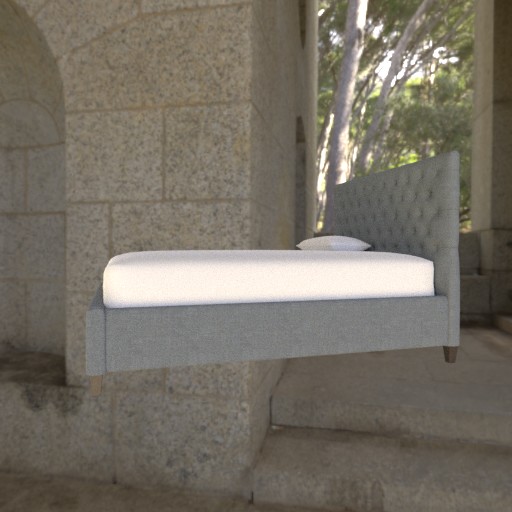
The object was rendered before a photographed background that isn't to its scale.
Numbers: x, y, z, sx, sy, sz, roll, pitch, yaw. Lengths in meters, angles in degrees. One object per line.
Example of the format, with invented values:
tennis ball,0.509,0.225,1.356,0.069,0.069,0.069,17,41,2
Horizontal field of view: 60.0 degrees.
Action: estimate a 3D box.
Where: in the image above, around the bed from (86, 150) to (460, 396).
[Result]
bed,0.000,0.000,3.386,2.335,1.411,1.698,0,1,-17
